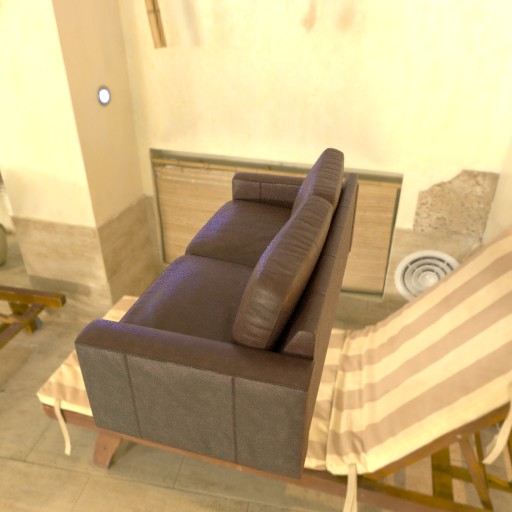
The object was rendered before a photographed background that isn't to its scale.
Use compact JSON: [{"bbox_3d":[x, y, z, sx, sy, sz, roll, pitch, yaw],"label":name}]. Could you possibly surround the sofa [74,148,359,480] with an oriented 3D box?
[{"bbox_3d":[0.000,0.000,2.657,1.016,0.873,2.179,8,31,14],"label":"sofa"}]
